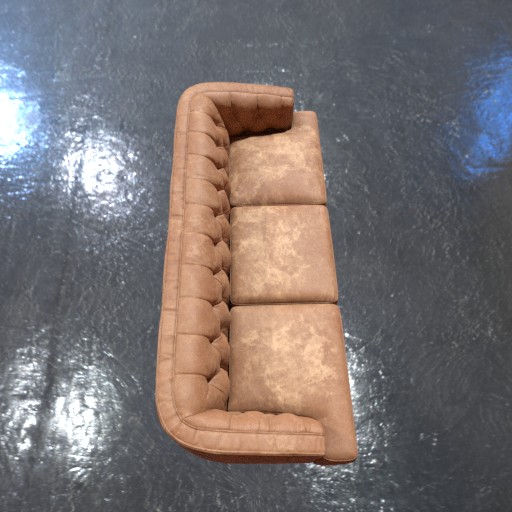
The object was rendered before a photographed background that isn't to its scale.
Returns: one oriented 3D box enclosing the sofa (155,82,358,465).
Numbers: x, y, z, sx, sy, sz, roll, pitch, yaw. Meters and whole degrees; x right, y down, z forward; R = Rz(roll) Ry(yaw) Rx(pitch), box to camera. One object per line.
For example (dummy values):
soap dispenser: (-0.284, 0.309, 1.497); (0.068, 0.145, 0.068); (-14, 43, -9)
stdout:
sofa: (0.000, 0.000, 2.627); (0.922, 0.791, 2.257); (-1, 62, -1)
